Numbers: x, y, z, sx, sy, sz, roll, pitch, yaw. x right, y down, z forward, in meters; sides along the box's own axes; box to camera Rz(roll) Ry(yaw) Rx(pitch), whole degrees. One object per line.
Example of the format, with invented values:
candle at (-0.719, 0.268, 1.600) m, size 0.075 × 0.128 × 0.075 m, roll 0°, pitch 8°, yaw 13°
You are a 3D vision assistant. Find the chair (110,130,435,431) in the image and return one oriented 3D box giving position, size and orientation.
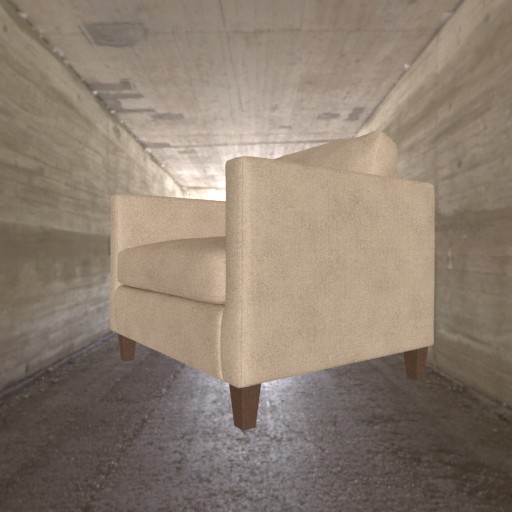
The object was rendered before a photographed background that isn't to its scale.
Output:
chair at (0.000, 0.000, 1.899) m, size 0.959 × 0.961 × 1.133 m, roll -1°, pitch 1°, yaw -36°
